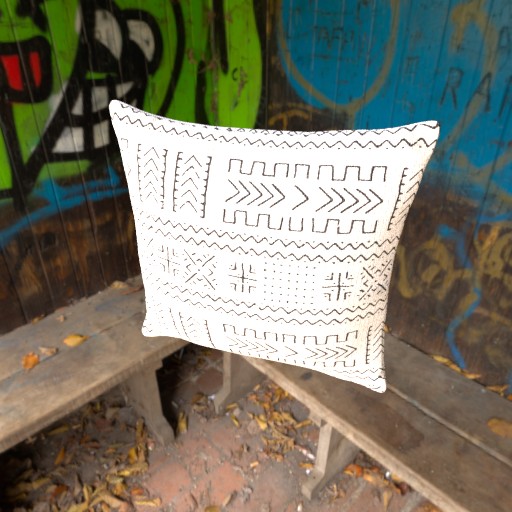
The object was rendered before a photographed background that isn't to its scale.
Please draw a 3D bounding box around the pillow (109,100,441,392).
[{"bbox_3d":[0.000,0.000,0.662,0.438,0.430,0.164,9,33,15],"label":"pillow"}]
